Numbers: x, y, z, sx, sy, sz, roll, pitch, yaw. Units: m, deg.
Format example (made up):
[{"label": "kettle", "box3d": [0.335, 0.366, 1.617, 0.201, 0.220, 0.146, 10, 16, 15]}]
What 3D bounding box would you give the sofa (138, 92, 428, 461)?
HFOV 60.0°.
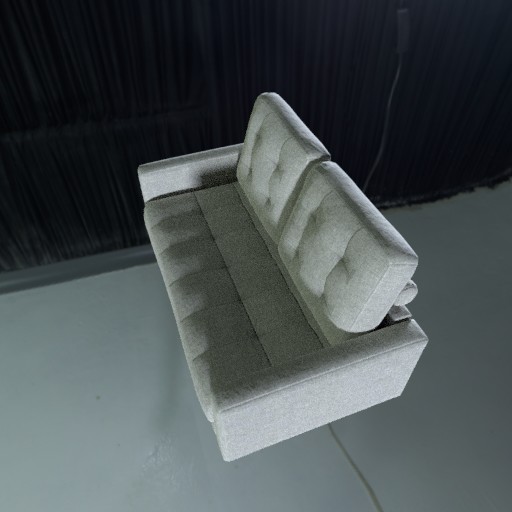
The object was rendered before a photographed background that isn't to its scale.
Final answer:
[{"label": "sofa", "box3d": [0.000, 0.000, 1.991, 0.842, 0.907, 1.407, -15, 48, -14]}]
